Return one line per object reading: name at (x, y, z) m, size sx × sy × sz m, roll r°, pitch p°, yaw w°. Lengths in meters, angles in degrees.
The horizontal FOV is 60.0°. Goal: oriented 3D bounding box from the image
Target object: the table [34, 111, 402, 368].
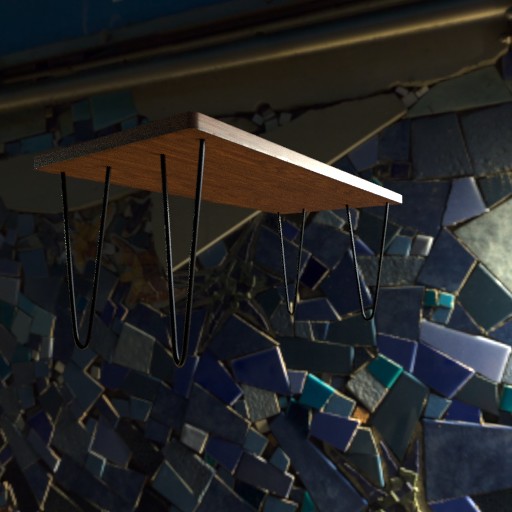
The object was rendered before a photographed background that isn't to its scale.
table at (0.000, 0.000, 2.199) m, size 0.883 × 0.753 × 1.791 m, roll -1°, pitch -2°, yaw 36°
